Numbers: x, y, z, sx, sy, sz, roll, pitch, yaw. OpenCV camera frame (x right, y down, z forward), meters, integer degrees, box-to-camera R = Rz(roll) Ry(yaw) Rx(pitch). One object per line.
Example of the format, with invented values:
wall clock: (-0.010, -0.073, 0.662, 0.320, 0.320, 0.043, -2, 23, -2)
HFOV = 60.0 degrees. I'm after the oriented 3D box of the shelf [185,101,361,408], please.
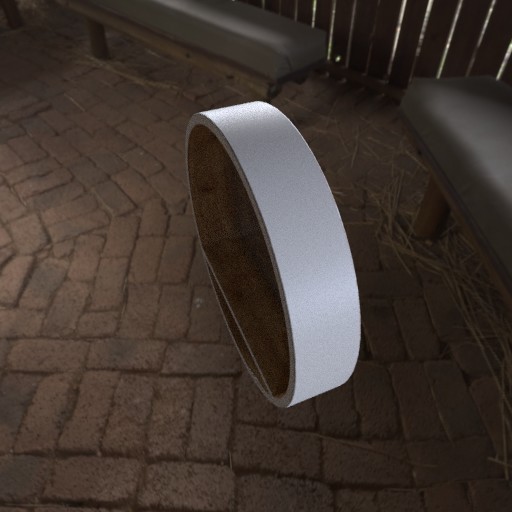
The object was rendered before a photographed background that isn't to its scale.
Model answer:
shelf: (0.000, 0.000, 1.245, 0.158, 0.807, 0.806, -17, 48, -16)
